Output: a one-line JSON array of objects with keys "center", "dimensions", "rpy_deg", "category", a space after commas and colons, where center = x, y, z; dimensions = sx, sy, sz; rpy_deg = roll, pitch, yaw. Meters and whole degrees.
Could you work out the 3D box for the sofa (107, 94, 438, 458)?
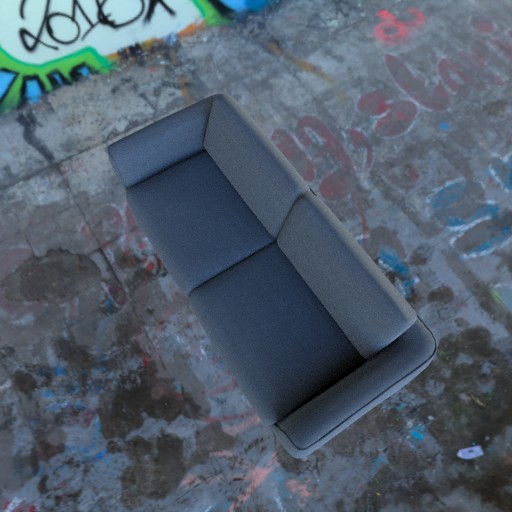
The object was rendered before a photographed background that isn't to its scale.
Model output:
[{"center": [0.000, 0.000, 2.510], "dimensions": [0.920, 0.850, 2.000], "rpy_deg": [-30, 68, -14], "category": "sofa"}]
